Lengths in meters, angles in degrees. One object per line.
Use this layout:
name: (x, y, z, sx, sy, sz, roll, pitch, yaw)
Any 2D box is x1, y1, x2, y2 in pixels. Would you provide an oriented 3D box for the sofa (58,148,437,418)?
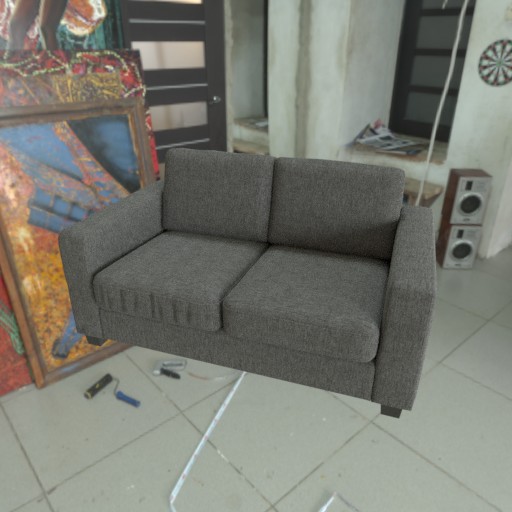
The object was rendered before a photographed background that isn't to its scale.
sofa: (0.000, 0.000, 2.045, 1.520, 0.800, 0.900, 9, 27, 17)
